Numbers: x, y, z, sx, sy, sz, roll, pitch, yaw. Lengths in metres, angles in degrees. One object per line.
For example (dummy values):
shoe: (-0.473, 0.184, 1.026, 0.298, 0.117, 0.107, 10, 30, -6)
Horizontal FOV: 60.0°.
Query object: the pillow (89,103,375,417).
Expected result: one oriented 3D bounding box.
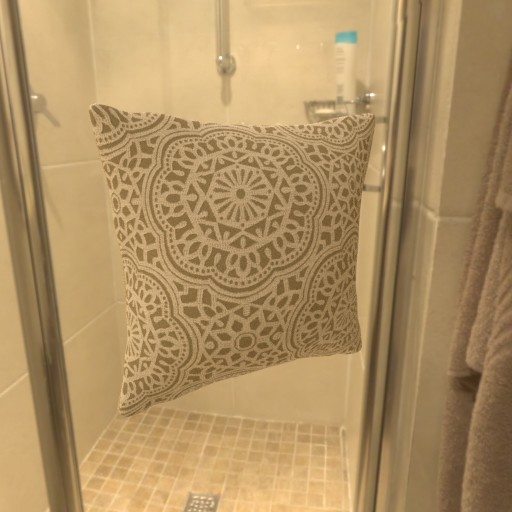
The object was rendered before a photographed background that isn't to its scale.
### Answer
pillow: (0.000, 0.000, 0.664, 0.438, 0.421, 0.167, -8, 18, -27)
